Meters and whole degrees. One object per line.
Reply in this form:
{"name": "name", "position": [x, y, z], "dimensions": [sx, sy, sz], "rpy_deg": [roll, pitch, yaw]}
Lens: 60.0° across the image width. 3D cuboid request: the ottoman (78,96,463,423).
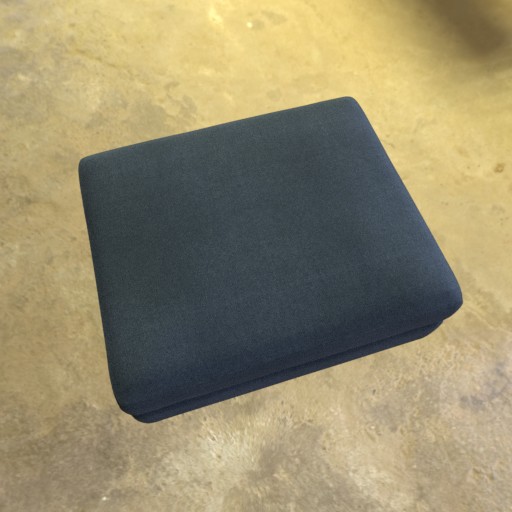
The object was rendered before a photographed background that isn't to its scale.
{"name": "ottoman", "position": [0.000, 0.000, 1.261], "dimensions": [0.821, 0.474, 0.693], "rpy_deg": [-15, 64, -8]}
